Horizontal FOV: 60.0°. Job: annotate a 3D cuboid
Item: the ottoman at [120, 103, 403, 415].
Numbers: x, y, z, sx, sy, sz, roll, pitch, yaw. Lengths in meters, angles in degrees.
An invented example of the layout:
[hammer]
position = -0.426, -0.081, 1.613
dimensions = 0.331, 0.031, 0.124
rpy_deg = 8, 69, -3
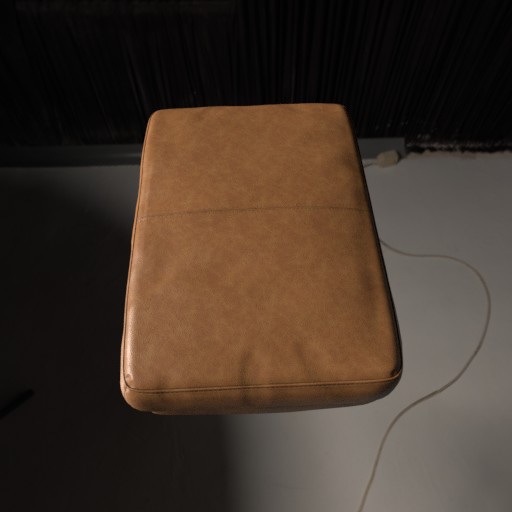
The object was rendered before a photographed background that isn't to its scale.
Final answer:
[ottoman]
position = 0.000, 0.000, 1.257
dimensions = 0.630, 0.461, 0.869
rpy_deg = -2, 59, -1
